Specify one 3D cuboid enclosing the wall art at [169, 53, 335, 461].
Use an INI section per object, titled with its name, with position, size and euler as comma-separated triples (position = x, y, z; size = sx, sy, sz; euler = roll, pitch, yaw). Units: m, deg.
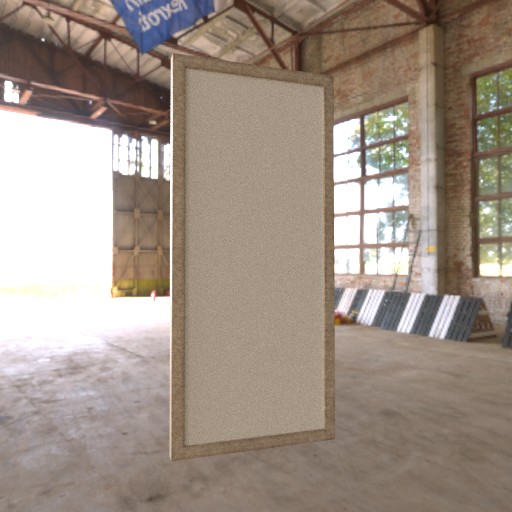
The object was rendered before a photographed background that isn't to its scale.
[wall art]
position = 0.000, 0.000, 1.708
size = 0.648, 1.461, 0.051
euler = 0, -1, -18
